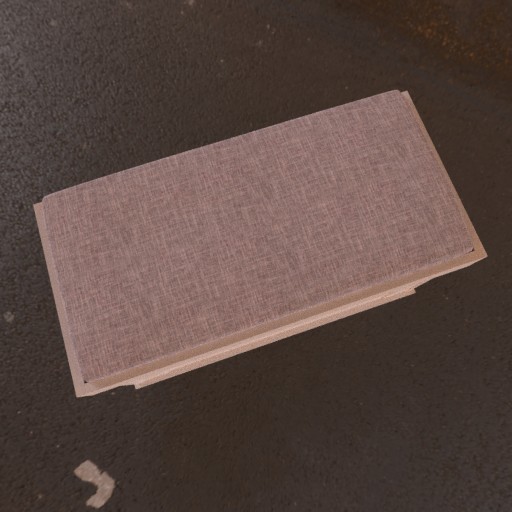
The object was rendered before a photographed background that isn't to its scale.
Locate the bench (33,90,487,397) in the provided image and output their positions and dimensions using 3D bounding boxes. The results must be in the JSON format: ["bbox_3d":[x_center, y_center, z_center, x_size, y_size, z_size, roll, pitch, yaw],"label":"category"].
[{"bbox_3d":[0.000,0.000,0.984,0.734,0.461,0.362,-18,76,-5],"label":"bench"}]
